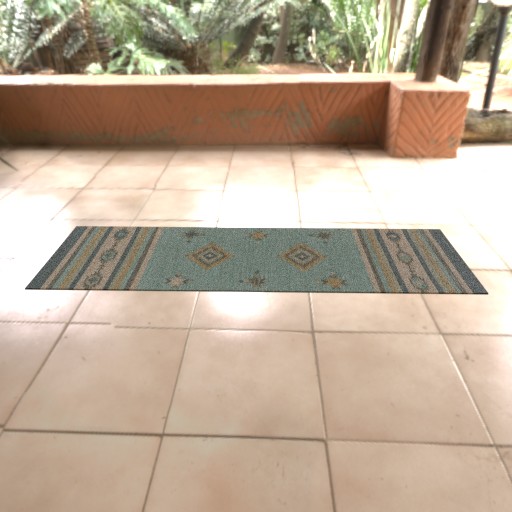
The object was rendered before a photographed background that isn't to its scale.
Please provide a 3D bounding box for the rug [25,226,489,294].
[{"bbox_3d":[0.000,0.000,2.654,2.441,0.010,0.744,1,30,1],"label":"rug"}]
